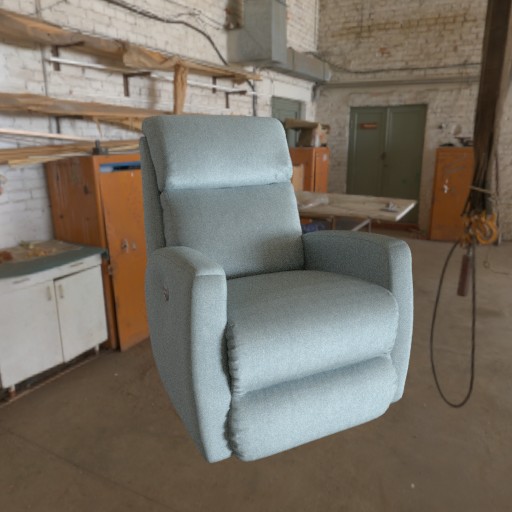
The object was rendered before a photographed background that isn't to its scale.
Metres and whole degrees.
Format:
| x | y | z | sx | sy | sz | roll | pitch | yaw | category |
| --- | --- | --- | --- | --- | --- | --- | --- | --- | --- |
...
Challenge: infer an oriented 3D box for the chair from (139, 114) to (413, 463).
| x | y | z | sx | sy | sz | roll | pitch | yaw | category |
| --- | --- | --- | --- | --- | --- | --- | --- | --- | --- |
| 0.000 | 0.000 | 1.633 | 0.794 | 1.016 | 0.940 | -7 | 17 | -25 | chair |
